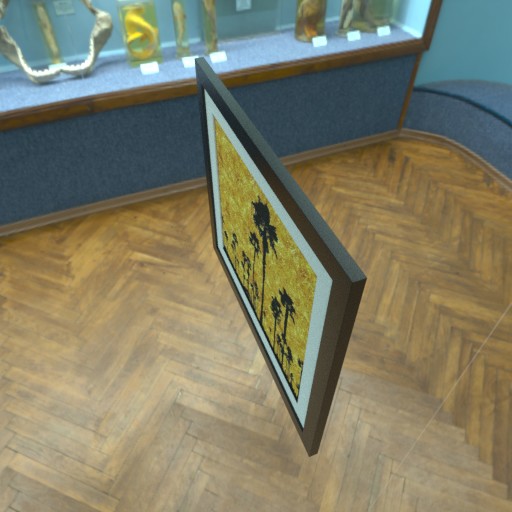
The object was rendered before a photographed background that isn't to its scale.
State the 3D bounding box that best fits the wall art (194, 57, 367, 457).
[{"bbox_3d":[0.000,0.000,0.542,0.012,0.332,0.383,-16,49,-15],"label":"wall art"}]
